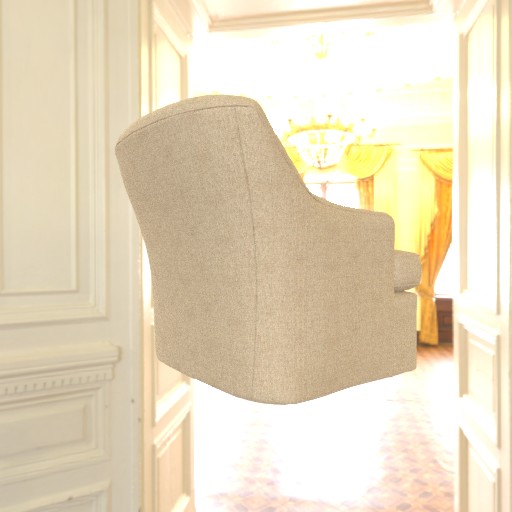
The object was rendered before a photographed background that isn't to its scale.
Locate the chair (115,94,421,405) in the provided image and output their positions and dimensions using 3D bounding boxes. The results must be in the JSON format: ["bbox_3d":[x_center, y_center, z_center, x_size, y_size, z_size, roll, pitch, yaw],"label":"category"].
[{"bbox_3d":[0.000,0.000,1.605,0.923,0.856,0.864,0,1,-36],"label":"chair"}]
